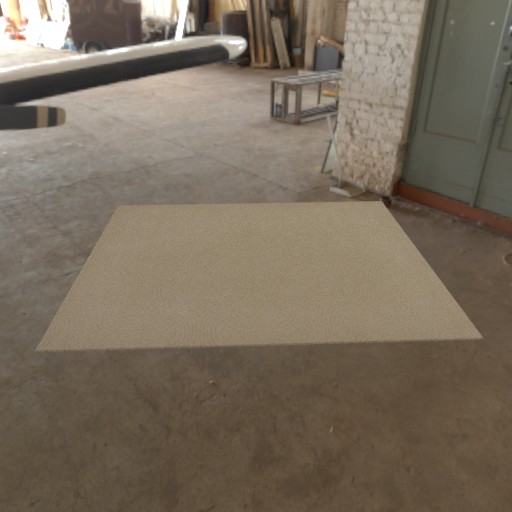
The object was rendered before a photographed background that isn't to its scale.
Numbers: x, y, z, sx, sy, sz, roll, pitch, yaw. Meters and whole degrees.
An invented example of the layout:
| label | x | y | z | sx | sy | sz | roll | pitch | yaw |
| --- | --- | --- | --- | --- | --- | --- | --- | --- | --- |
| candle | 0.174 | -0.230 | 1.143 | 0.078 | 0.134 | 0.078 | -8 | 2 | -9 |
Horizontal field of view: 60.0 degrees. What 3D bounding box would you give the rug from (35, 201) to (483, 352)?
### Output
| label | x | y | z | sx | sy | sz | roll | pitch | yaw |
| --- | --- | --- | --- | --- | --- | --- | --- | --- | --- |
| rug | 0.000 | 0.000 | 3.446 | 2.584 | 0.011 | 2.073 | -1 | 30 | -2 |
